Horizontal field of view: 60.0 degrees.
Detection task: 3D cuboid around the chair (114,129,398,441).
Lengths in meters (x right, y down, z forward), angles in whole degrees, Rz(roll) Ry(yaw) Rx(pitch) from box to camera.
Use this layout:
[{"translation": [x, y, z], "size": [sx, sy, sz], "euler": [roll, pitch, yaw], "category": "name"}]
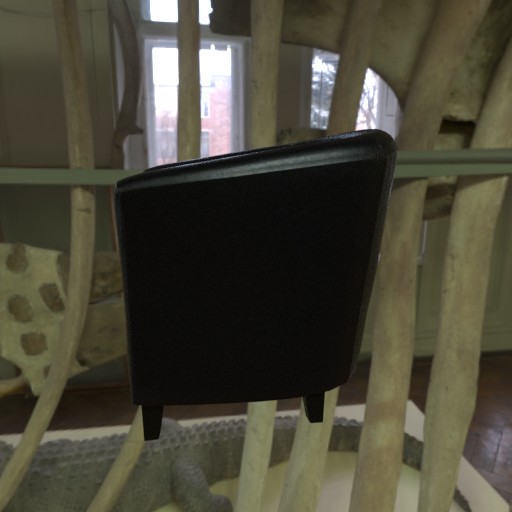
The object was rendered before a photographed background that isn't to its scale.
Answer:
[{"translation": [0.000, 0.000, 1.367], "size": [0.727, 0.756, 0.793], "euler": [-2, 13, -9], "category": "chair"}]
